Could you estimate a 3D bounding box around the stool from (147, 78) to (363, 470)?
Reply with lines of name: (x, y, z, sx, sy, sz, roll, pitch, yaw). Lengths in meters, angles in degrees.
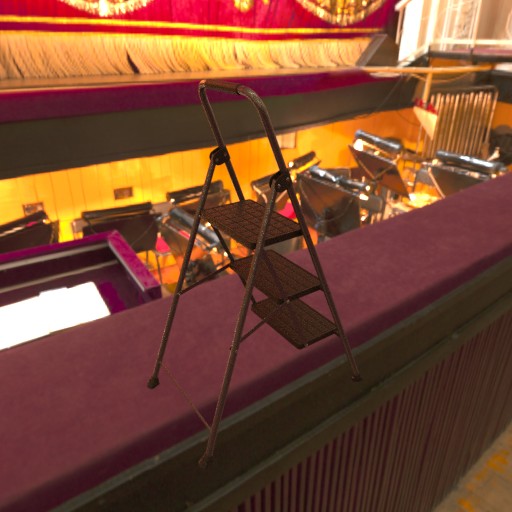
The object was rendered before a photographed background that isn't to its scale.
stool: (0.000, 0.000, 1.504, 0.733, 1.121, 0.473, -17, 32, -30)
